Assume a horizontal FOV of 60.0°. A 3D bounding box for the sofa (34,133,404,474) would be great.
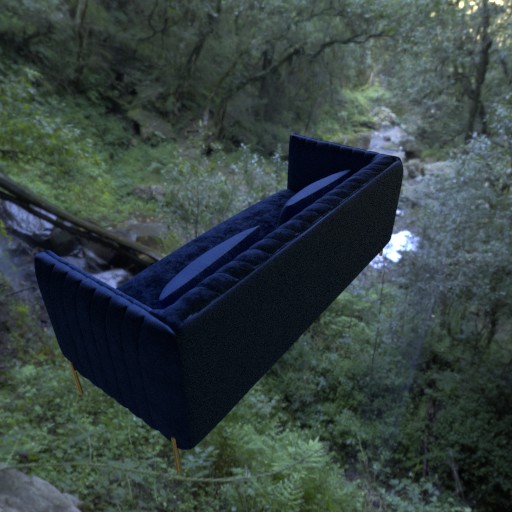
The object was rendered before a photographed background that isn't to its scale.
[{"bbox_3d":[0.000,0.000,2.549,0.896,0.793,2.136,22,39,30],"label":"sofa"}]
